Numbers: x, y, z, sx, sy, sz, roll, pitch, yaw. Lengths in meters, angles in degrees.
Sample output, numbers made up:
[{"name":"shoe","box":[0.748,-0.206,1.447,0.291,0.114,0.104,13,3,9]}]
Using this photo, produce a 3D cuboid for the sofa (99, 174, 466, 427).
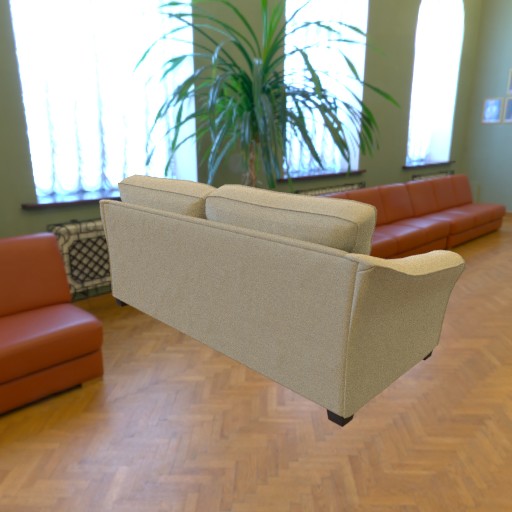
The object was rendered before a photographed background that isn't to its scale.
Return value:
[{"name":"sofa","box":[0.000,0.000,2.797,0.980,0.965,2.270,-15,21,-43]}]
